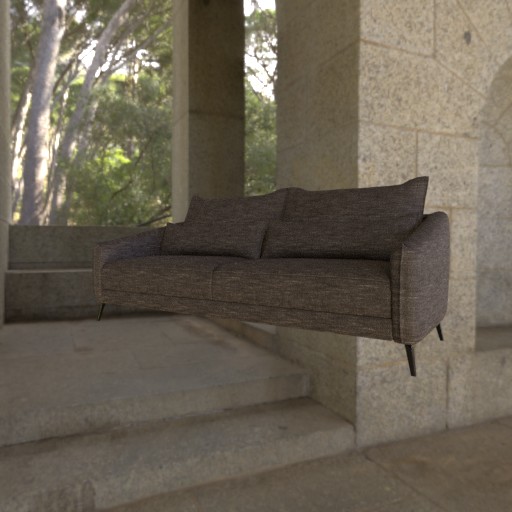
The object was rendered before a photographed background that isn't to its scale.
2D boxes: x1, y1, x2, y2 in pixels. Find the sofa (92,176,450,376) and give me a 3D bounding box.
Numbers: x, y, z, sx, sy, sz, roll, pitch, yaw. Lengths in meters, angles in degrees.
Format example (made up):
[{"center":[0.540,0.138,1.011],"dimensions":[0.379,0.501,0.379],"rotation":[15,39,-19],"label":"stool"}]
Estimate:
[{"center":[0.000,0.000,2.507],"dimensions":[2.019,0.843,0.807],"rotation":[1,2,36],"label":"sofa"}]
